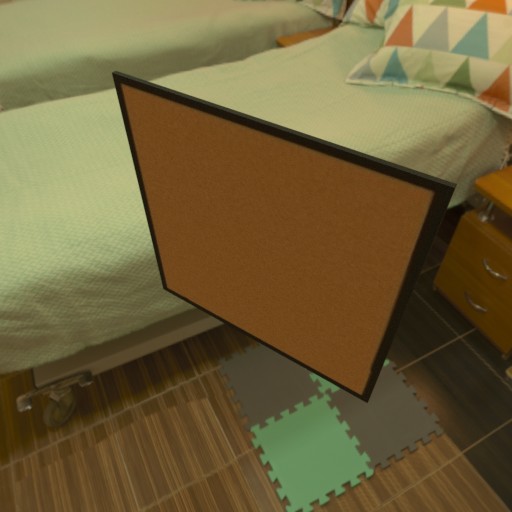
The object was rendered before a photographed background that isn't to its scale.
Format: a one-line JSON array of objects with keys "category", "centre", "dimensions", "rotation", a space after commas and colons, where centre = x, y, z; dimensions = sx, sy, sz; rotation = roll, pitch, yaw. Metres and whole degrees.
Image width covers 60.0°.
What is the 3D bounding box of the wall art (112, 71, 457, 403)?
[{"category": "wall art", "centre": [0.000, 0.000, 1.218], "dimensions": [0.823, 0.823, 0.013], "rotation": [25, 51, 22]}]
